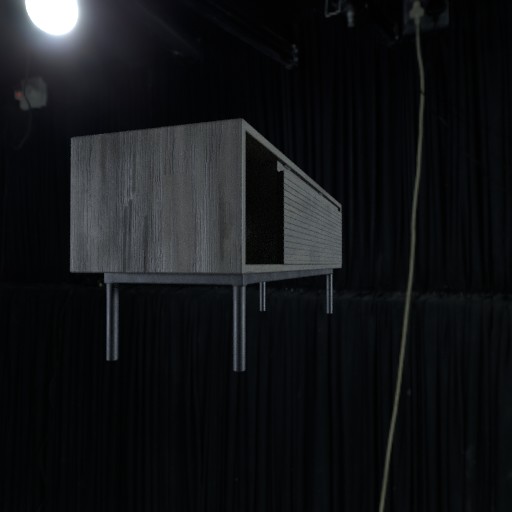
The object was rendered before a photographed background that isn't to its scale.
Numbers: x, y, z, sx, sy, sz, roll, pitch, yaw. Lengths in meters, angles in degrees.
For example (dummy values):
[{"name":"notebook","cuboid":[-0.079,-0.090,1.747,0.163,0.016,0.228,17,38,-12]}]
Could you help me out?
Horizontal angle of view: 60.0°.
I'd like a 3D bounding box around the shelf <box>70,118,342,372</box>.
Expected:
[{"name":"shelf","cuboid":[0.000,0.000,1.503,0.400,0.495,1.300,0,-1,19]}]
